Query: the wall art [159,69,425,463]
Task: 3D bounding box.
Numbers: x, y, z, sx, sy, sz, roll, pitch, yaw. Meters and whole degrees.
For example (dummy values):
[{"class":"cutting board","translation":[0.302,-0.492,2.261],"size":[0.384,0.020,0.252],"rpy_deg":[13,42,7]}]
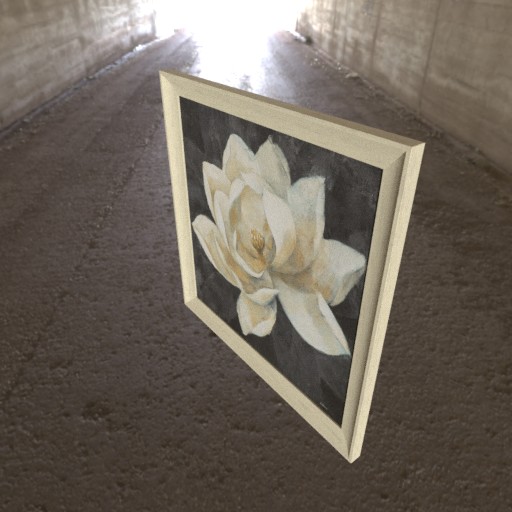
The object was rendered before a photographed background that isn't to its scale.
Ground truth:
[{"class":"wall art","translation":[0.000,0.000,1.463],"size":[0.045,1.016,1.016],"rpy_deg":[-23,39,-32]}]
